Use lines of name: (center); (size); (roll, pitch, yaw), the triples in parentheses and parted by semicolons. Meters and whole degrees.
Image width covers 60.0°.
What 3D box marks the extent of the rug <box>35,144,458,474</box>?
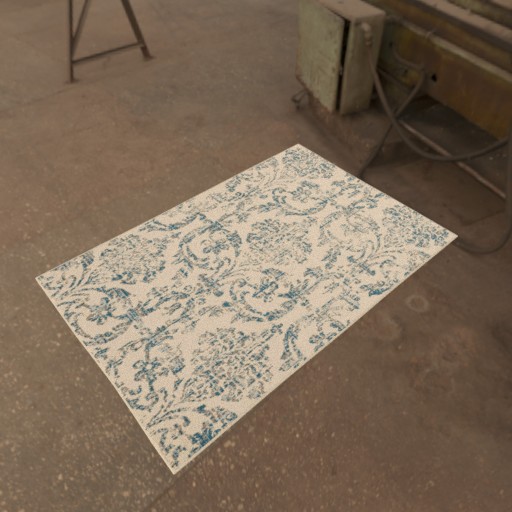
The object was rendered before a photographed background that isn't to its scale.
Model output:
rug: (0.000, 0.000, 2.284); (1.831, 0.012, 1.213); (-32, 54, -27)
